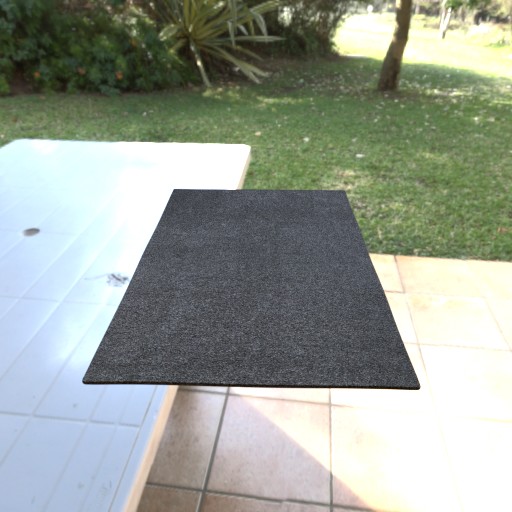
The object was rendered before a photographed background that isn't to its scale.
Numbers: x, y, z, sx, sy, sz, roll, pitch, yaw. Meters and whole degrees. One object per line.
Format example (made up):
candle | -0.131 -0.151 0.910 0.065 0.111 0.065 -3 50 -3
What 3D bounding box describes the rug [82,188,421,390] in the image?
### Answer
rug | 0.000 0.000 3.506 1.802 0.026 2.699 1 31 1
